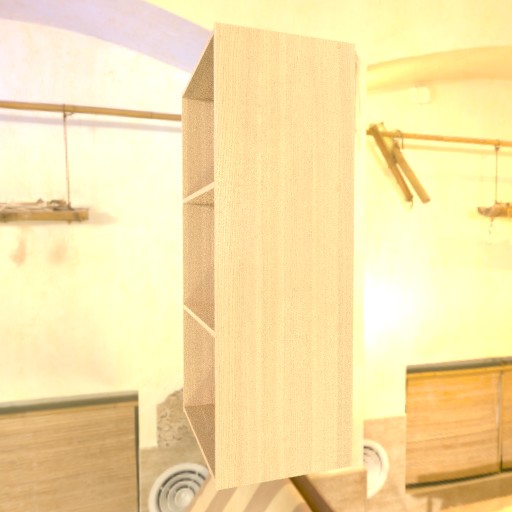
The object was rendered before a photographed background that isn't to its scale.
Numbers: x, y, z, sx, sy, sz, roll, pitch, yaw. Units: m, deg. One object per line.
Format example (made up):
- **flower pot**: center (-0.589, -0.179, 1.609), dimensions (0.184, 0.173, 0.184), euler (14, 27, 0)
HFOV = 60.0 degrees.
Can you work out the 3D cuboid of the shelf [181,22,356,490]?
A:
- **shelf**: center (0.000, 0.000, 1.071), dimensions (0.292, 0.876, 0.417), euler (-1, 2, -18)
